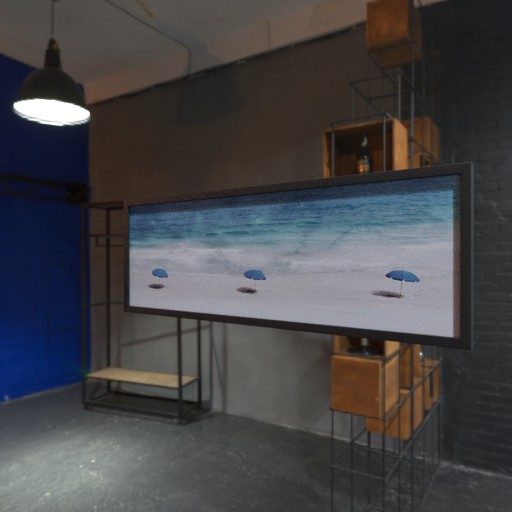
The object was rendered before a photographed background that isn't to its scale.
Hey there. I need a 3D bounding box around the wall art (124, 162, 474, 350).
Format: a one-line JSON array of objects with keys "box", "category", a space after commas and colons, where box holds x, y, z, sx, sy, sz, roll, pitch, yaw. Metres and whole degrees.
[{"box": [0.000, 0.000, 1.769, 1.572, 0.554, 0.041, 0, 0, 35], "category": "wall art"}]
